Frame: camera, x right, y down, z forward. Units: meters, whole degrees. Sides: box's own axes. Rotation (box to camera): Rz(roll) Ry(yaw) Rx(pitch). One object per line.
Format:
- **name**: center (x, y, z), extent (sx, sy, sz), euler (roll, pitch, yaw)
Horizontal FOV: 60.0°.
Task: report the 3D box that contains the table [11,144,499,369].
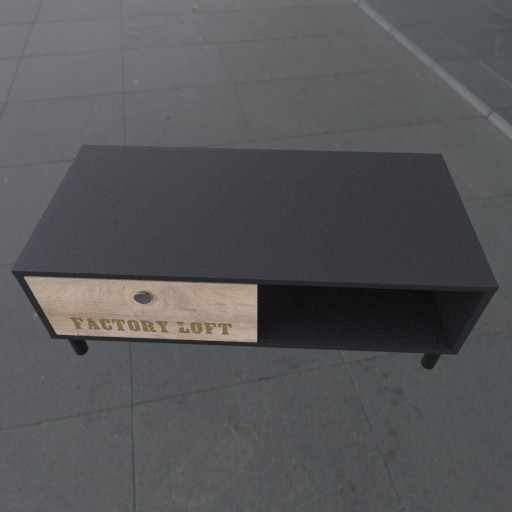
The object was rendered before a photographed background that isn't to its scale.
- **table**: center (0.000, 0.000, 1.322), extent (1.100, 0.400, 0.550), euler (2, 46, 2)
